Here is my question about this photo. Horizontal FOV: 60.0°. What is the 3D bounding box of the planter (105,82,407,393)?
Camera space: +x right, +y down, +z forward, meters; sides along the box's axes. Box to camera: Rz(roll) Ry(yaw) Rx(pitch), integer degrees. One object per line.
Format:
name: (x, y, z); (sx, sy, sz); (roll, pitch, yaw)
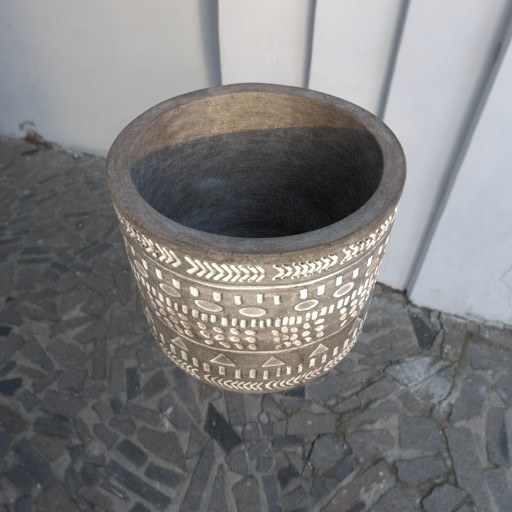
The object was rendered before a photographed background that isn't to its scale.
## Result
planter: (0.000, 0.000, 0.227); (0.122, 0.128, 0.122); (0, 46, 0)
